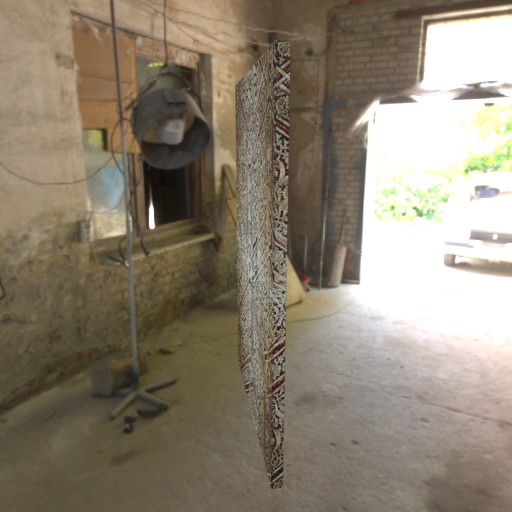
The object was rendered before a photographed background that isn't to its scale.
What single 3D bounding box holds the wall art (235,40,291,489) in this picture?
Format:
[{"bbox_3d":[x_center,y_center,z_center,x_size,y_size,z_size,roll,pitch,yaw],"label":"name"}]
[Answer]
[{"bbox_3d":[0.000,0.000,1.151,0.030,0.904,0.599,-2,14,-9],"label":"wall art"}]
